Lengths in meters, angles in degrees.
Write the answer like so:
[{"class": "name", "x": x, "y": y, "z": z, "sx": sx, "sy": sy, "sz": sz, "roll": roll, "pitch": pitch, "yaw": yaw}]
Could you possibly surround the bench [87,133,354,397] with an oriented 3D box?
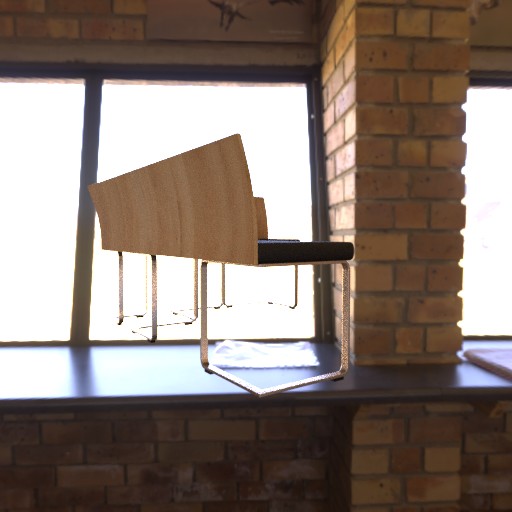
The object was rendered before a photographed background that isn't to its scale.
[{"class": "bench", "x": 0.000, "y": 0.000, "z": 2.708, "sx": 1.495, "sy": 0.930, "sz": 1.945, "roll": -2, "pitch": 3, "yaw": -35}]
